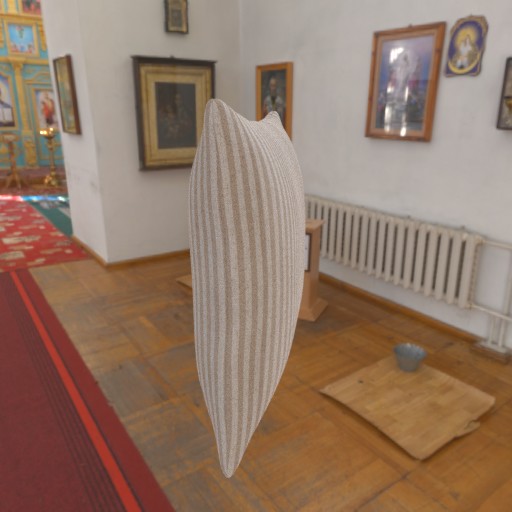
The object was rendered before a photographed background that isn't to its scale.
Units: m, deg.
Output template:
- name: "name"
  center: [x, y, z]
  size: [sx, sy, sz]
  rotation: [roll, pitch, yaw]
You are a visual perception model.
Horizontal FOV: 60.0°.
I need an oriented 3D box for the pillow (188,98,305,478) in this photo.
- name: "pillow"
  center: [0.000, 0.000, 0.797]
  size: [0.166, 0.510, 0.523]
  rotation: [3, 17, 10]
